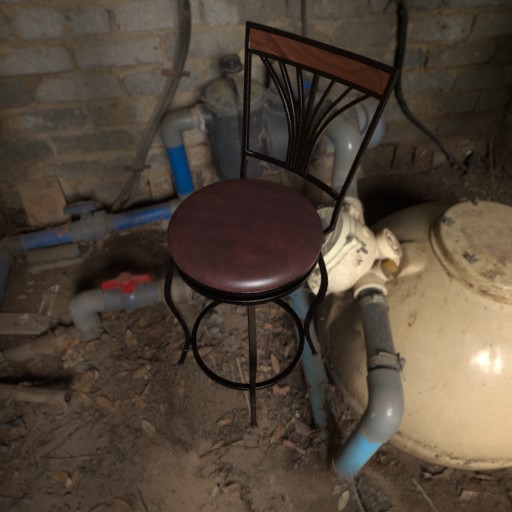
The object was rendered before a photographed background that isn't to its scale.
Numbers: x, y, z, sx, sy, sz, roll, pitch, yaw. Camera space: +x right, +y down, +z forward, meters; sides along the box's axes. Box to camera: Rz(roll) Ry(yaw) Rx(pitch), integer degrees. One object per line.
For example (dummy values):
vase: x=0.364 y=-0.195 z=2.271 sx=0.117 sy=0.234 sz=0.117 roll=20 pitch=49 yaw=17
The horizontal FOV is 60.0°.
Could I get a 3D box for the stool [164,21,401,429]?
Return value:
stool: x=0.000 y=0.000 z=1.341 sx=0.433 sy=1.117 sz=0.514 roll=32 pitch=55 yaw=26
